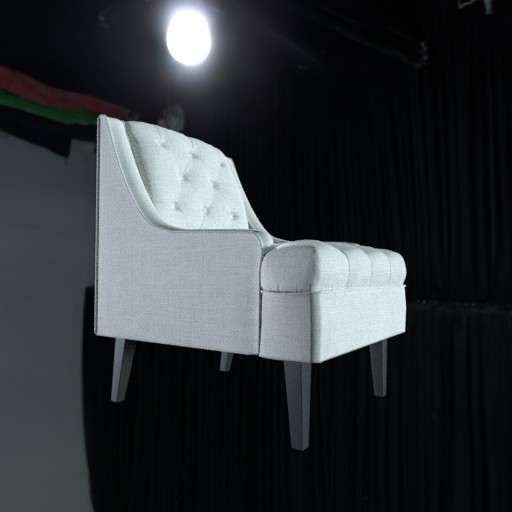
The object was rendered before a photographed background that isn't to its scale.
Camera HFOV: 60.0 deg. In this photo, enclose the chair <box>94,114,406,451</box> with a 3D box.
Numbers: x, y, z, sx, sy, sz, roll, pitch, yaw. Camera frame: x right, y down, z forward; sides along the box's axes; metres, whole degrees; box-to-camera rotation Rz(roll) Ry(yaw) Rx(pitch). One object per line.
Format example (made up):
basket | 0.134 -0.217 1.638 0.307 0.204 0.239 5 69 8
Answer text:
chair | 0.000 0.000 1.397 0.772 0.891 0.658 -2 -3 35
